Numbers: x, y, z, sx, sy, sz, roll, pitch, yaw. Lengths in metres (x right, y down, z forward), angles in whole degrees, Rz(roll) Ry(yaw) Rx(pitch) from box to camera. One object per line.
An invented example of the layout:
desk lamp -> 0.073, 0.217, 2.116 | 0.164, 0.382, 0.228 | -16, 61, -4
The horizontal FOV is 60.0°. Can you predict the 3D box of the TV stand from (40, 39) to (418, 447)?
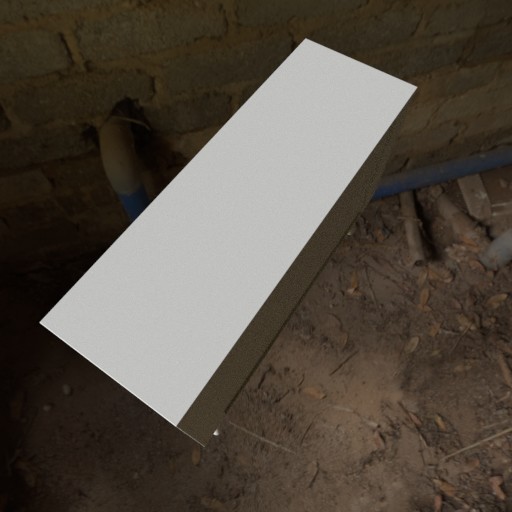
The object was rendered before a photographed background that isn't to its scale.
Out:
TV stand -> 0.000, 0.000, 1.563 | 0.406, 0.812, 1.193 | 31, 67, 15
